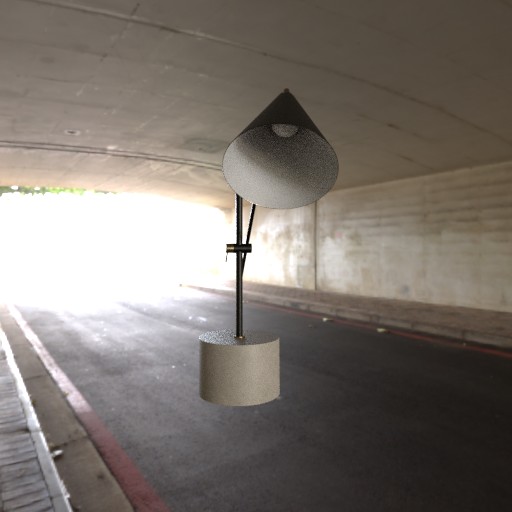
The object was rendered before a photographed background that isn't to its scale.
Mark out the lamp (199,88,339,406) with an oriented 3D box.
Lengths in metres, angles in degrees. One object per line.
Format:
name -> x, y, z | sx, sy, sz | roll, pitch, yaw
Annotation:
lamp -> 0.000, 0.000, 0.728 | 0.214, 0.518, 0.403 | 0, 1, 0
